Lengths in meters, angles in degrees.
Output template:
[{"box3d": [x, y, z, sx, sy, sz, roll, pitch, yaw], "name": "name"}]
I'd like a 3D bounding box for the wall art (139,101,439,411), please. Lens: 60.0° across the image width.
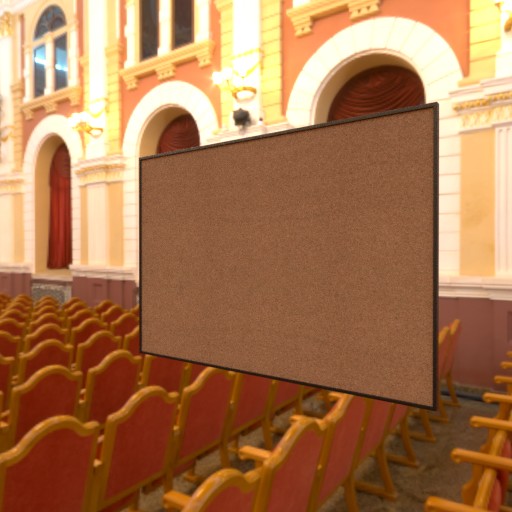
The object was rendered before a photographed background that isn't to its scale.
[{"box3d": [0.000, 0.000, 1.229, 0.957, 0.660, 0.019, 0, 0, 35], "name": "wall art"}]
